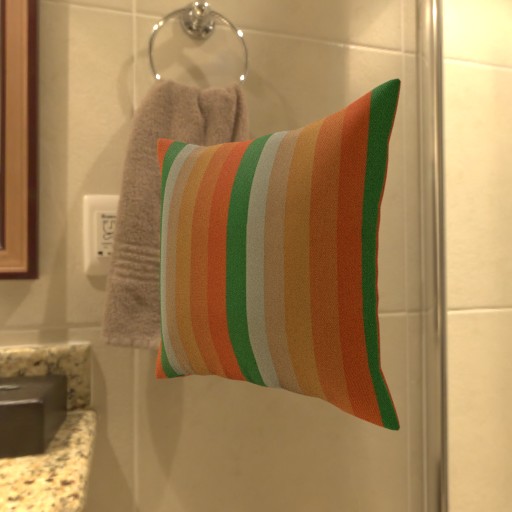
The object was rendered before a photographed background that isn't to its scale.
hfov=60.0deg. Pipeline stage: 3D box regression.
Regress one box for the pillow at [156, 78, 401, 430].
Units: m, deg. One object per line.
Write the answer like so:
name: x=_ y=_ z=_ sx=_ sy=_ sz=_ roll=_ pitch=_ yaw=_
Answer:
pillow: x=0.000 y=0.000 z=0.689 sx=0.453 sy=0.444 sz=0.169 roll=-1 pitch=-2 yaw=36
